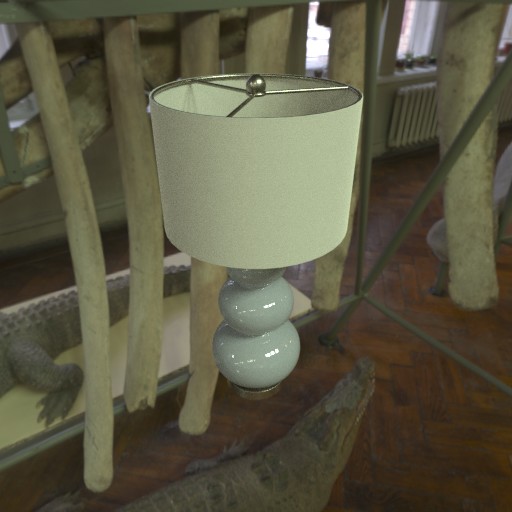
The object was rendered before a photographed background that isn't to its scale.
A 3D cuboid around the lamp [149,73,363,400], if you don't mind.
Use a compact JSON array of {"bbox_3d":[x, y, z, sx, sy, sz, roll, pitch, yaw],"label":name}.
[{"bbox_3d":[0.000,0.000,0.951,0.367,0.730,0.367,-20,37,-29],"label":"lamp"}]
